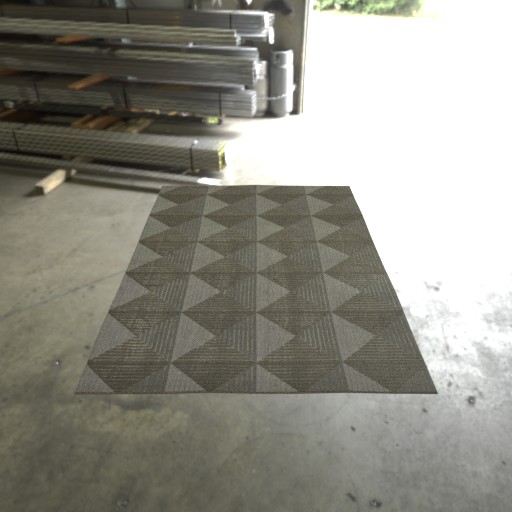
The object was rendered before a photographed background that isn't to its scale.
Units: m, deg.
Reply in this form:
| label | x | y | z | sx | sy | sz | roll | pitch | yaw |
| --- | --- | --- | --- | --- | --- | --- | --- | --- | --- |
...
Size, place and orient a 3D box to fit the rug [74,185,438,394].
| label | x | y | z | sx | sy | sz | roll | pitch | yaw |
| --- | --- | --- | --- | --- | --- | --- | --- | --- | --- |
| rug | 0.000 | 0.000 | 4.342 | 2.428 | 0.027 | 3.333 | 0 | 33 | 0 |
